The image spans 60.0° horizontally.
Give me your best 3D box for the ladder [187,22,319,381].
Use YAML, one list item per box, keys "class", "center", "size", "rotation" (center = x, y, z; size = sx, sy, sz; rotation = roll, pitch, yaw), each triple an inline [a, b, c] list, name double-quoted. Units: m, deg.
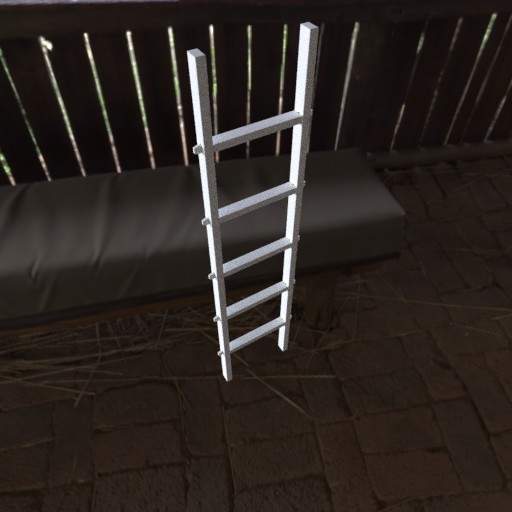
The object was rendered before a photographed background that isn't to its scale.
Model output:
- class: "ladder"
  center: [0.000, 0.000, 1.905]
  size: [0.452, 1.797, 0.051]
  rotation: [-24, 52, -21]
